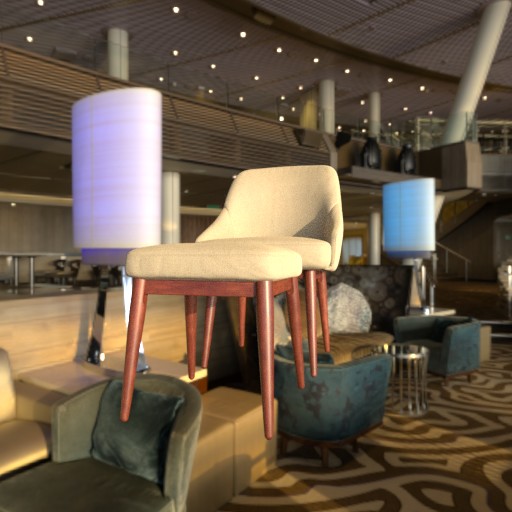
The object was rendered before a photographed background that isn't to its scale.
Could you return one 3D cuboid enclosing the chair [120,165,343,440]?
[{"bbox_3d":[0.000,0.000,1.628,0.584,0.866,1.114,0,0,17],"label":"chair"}]
